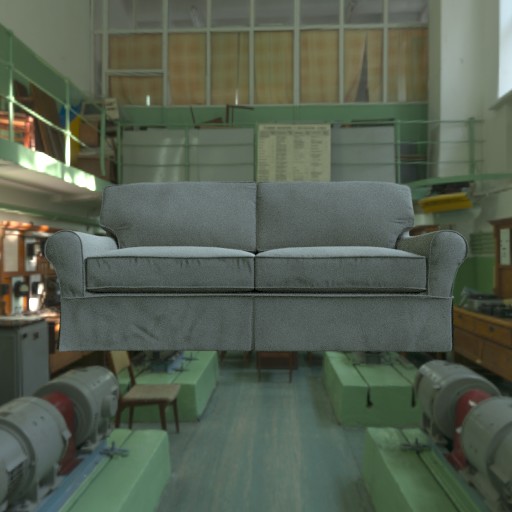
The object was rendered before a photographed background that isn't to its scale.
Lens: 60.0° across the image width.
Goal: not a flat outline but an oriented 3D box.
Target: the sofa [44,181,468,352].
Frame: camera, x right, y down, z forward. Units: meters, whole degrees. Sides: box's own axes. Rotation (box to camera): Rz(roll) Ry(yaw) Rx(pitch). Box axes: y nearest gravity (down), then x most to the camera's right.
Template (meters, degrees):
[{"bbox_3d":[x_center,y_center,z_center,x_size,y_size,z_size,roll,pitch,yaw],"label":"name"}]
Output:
[{"bbox_3d":[0.000,0.000,2.754,2.246,1.014,0.900,0,0,1],"label":"sofa"}]
